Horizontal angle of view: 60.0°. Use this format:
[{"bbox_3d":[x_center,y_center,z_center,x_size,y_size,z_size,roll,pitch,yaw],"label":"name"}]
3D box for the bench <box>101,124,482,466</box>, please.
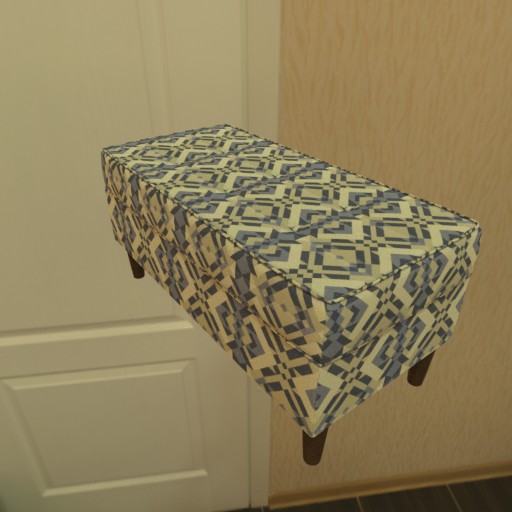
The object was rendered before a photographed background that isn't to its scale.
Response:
[{"bbox_3d":[0.000,0.000,1.275,0.492,0.477,1.016,-22,38,-31],"label":"bench"}]
